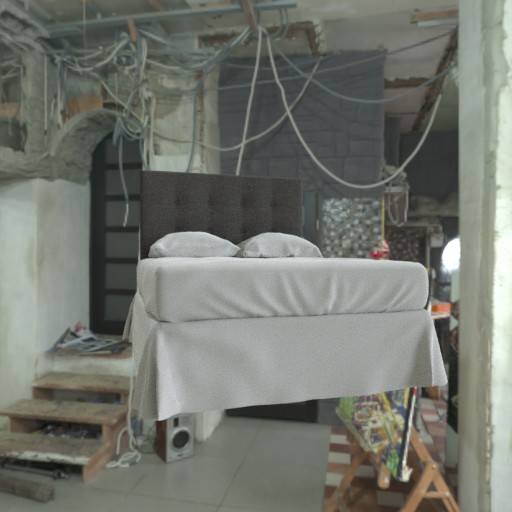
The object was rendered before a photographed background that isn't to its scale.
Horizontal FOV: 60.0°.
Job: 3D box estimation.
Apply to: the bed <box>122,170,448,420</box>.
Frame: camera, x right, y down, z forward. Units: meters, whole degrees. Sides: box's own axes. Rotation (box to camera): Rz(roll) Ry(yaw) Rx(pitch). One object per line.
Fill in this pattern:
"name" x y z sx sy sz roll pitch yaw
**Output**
"bed" 0.000 0.000 3.407 1.936 1.577 2.222 0 1 -18
